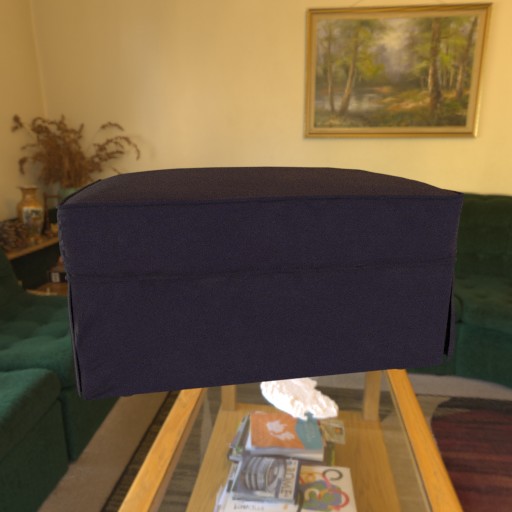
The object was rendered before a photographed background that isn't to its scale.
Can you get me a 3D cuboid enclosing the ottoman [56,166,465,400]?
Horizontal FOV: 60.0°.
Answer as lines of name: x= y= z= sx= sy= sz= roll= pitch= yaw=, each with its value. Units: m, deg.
ottoman: x=0.000 y=0.000 z=1.277 sx=0.938 sy=0.503 sz=0.637 roll=-3 pitch=15 yaw=-10
